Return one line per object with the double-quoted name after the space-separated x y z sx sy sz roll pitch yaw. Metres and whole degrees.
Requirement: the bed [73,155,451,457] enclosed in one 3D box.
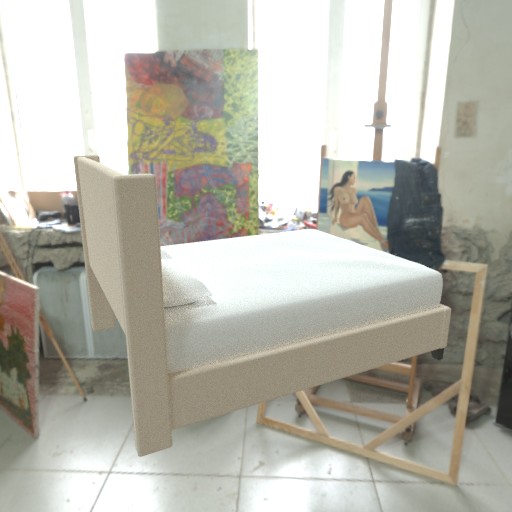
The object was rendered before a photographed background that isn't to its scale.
0.000 0.000 3.389 2.293 1.471 1.778 -8 18 -26 "bed"
